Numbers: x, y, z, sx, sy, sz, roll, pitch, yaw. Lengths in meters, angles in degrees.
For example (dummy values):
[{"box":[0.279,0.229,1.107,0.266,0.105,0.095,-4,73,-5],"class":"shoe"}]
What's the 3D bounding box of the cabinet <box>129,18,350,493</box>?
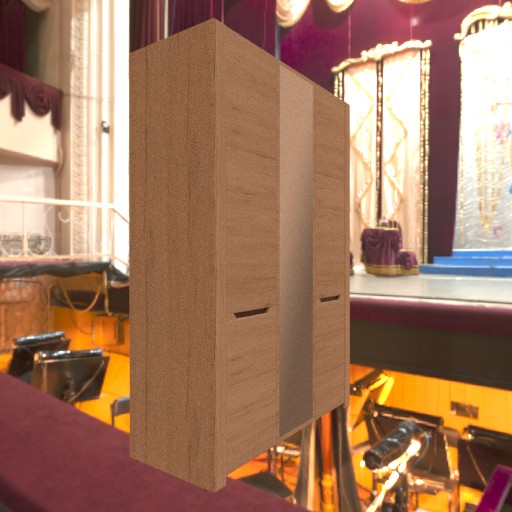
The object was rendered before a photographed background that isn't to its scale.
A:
[{"box":[0.000,0.000,2.659,0.580,2.070,1.400,0,0,36],"class":"cabinet"}]
